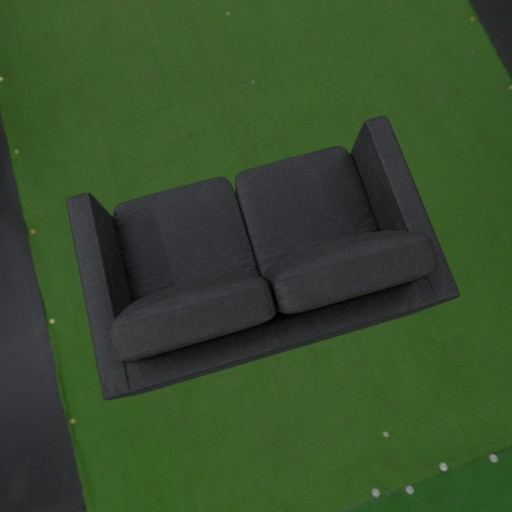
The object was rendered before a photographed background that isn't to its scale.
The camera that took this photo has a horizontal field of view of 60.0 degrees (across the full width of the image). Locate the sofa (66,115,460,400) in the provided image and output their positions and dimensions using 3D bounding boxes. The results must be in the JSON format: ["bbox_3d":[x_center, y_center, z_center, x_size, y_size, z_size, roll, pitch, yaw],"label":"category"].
[{"bbox_3d":[0.000,0.000,2.023,1.430,0.899,0.879,-15,76,-4],"label":"sofa"}]
